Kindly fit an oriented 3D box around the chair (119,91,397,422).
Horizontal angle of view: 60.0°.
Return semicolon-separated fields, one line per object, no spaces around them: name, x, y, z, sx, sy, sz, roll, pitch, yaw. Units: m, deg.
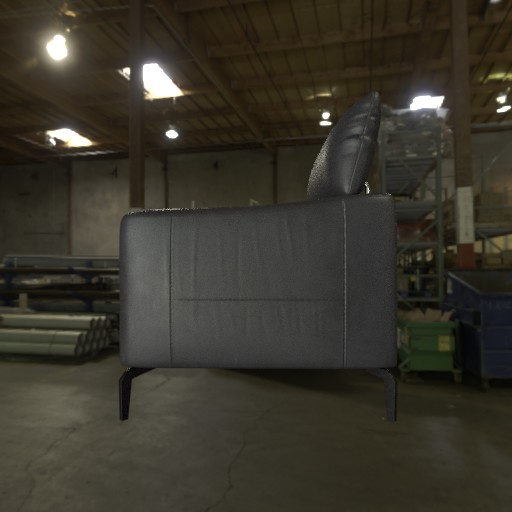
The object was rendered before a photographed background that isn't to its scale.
chair;0.000;0.000;1.675;0.809;0.949;0.976;0;-1;1
